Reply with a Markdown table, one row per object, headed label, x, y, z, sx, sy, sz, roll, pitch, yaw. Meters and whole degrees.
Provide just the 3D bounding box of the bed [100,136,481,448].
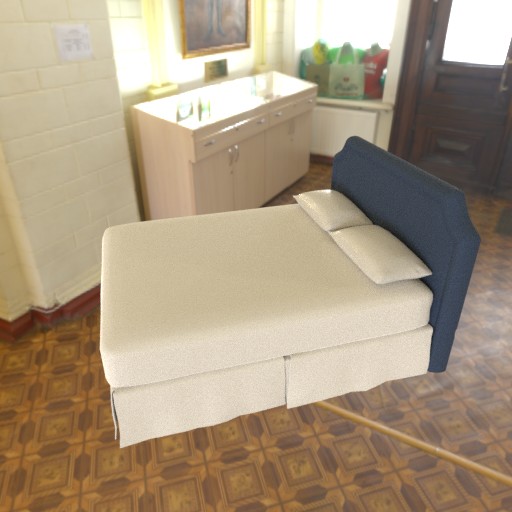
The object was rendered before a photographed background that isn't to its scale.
| label | x | y | z | sx | sy | sz | roll | pitch | yaw |
| --- | --- | --- | --- | --- | --- | --- | --- | --- | --- |
| bed | 0.000 | 0.000 | 3.283 | 2.260 | 1.297 | 1.831 | -8 | 30 | -14 |
